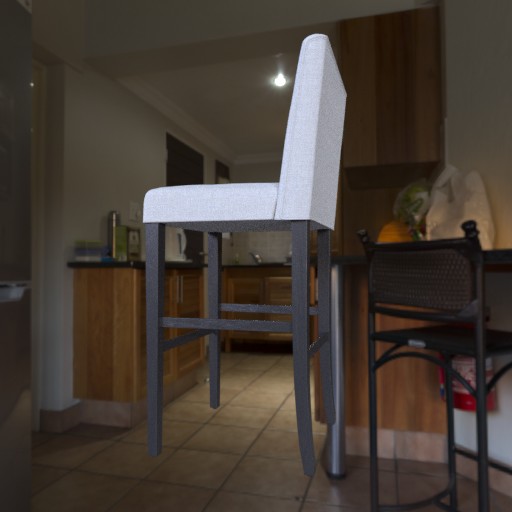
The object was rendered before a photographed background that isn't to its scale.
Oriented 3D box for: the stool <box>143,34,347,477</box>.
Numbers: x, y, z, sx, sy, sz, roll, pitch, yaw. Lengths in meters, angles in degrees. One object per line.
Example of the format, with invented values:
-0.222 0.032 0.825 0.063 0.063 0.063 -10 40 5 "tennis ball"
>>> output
0.000 0.000 1.369 0.509 1.116 0.474 0 -1 18 "stool"
